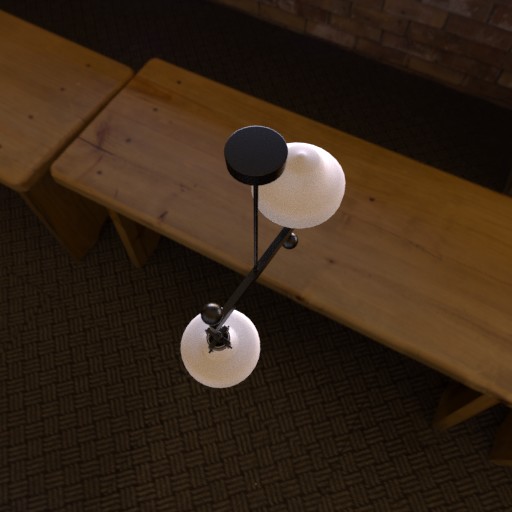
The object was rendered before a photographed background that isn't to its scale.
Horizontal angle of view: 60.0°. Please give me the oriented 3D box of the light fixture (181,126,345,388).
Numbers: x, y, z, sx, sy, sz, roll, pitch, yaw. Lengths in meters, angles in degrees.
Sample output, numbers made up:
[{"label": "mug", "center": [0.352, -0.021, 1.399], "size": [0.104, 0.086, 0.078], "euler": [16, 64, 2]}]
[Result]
[{"label": "light fixture", "center": [0.000, 0.000, 1.040], "size": [0.422, 0.743, 0.489], "euler": [-3, 63, -1]}]
